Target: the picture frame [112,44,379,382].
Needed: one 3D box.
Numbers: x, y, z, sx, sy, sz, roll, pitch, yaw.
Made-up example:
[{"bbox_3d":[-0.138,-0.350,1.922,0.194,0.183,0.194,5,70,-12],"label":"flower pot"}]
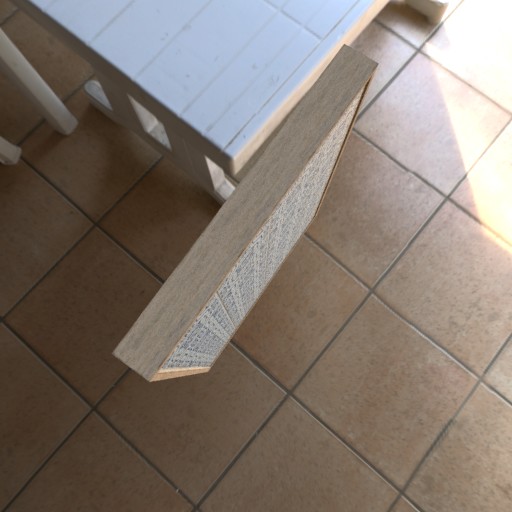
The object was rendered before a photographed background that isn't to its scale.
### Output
[{"bbox_3d":[0.000,0.000,0.719,0.046,0.526,0.421,34,79,8],"label":"picture frame"}]
